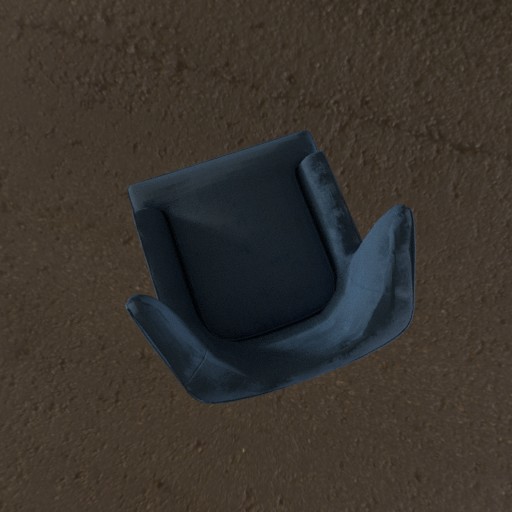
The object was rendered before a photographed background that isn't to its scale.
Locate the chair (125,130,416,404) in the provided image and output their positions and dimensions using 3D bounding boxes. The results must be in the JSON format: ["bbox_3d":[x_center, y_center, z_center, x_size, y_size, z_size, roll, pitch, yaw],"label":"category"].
[{"bbox_3d":[0.000,0.000,1.630,0.793,0.952,0.910,-19,76,-5],"label":"chair"}]
